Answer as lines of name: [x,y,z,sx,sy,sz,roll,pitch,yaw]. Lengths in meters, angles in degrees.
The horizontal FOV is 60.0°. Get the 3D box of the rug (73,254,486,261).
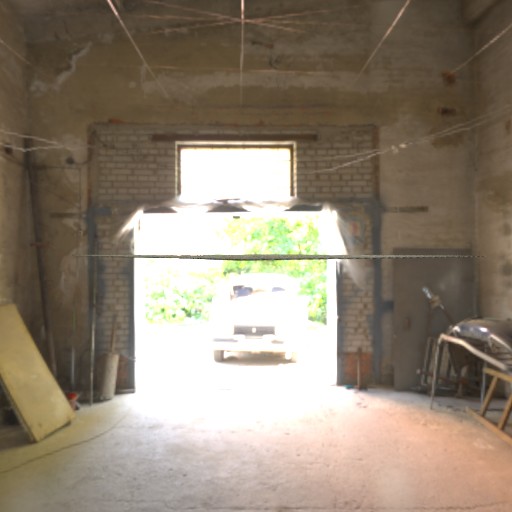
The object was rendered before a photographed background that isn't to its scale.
rug: [0.000,0.000,4.101,2.437,0.010,3.056,0,1,-38]
